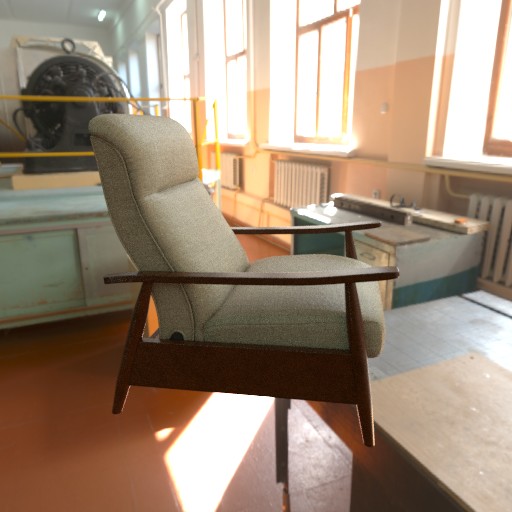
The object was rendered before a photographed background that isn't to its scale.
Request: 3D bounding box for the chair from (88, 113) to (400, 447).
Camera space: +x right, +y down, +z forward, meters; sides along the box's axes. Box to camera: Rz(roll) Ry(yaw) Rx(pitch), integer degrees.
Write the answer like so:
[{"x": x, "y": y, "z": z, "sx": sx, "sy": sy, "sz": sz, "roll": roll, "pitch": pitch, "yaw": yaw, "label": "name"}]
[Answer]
[{"x": 0.000, "y": 0.000, "z": 1.777, "sx": 1.014, "sy": 1.082, "sz": 0.762, "roll": 3, "pitch": 17, "yaw": 11, "label": "chair"}]
